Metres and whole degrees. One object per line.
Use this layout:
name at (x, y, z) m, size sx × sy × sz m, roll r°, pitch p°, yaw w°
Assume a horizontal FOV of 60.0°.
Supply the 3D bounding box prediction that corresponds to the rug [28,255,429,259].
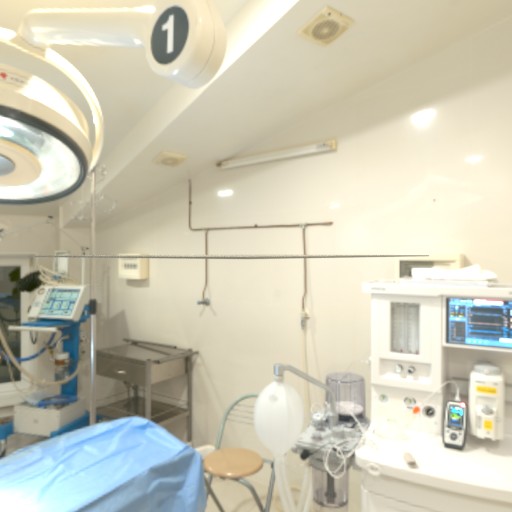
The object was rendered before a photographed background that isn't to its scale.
rug at (0.000, 0.000, 4.381) m, size 2.393 × 0.013 × 3.307 m, roll 0°, pitch 0°, yaw 37°
